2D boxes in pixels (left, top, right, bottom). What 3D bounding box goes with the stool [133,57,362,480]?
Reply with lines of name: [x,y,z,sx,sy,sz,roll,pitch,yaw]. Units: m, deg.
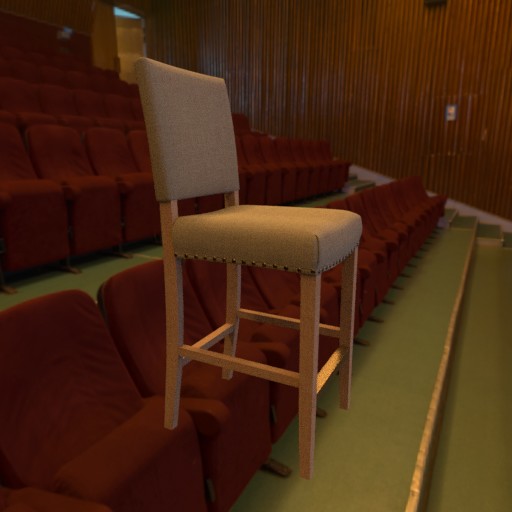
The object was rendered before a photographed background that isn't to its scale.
stool: [0.000,0.000,1.442,0.585,1.173,0.445,7,15,26]
